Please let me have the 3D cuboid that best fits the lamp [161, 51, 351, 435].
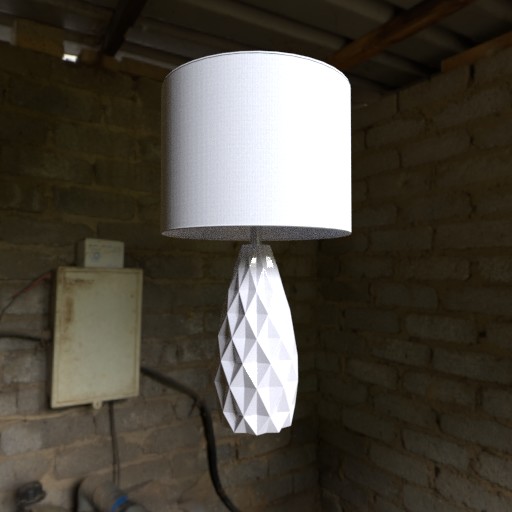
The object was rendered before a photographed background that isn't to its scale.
[{"bbox_3d":[0.000,0.000,0.704,0.297,0.522,0.297,0,-2,0],"label":"lamp"}]
